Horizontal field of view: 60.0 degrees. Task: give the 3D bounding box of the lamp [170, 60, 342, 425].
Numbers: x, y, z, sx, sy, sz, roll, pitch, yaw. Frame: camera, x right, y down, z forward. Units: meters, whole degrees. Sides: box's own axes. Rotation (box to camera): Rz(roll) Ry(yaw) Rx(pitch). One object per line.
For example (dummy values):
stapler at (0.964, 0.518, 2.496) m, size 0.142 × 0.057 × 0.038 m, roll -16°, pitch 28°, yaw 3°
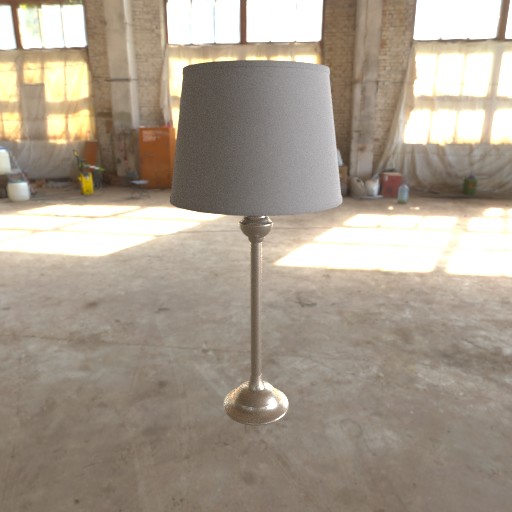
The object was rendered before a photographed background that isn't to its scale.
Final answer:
lamp at (0.000, 0.000, 0.897) m, size 0.331 × 0.698 × 0.331 m, roll 0°, pitch 17°, yaw 0°
